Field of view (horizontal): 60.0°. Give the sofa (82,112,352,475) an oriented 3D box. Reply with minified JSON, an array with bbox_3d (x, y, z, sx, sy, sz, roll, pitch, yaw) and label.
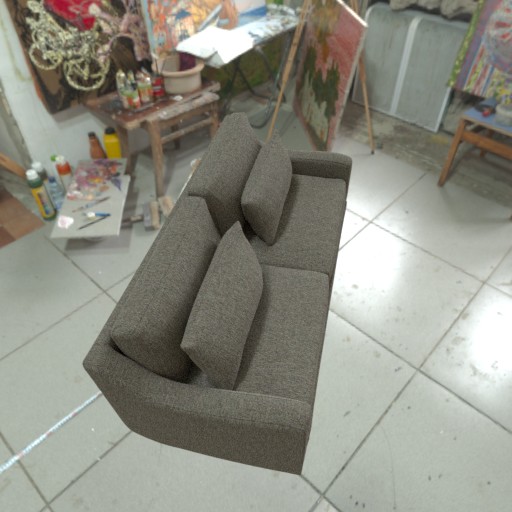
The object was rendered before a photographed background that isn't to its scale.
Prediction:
[{"bbox_3d":[0.000,0.000,3.013,1.103,0.998,2.418,10,47,9],"label":"sofa"}]
